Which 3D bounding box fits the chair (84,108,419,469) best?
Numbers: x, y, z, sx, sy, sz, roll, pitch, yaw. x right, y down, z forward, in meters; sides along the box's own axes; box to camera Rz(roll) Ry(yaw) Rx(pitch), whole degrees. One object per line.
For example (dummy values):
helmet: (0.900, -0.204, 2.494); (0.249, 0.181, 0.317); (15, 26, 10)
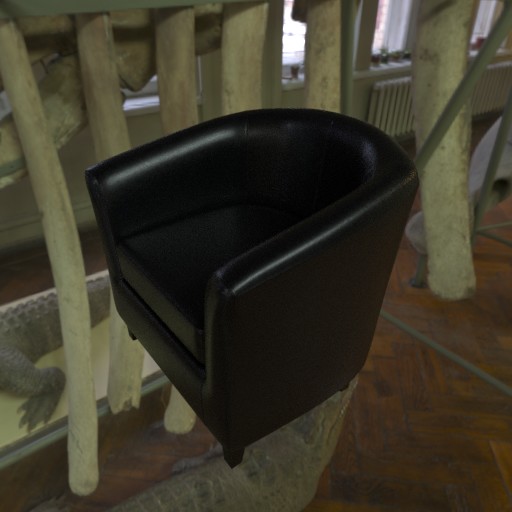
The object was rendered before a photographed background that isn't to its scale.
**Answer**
chair: (0.000, 0.000, 1.365); (0.727, 0.756, 0.793); (-22, 38, -31)
